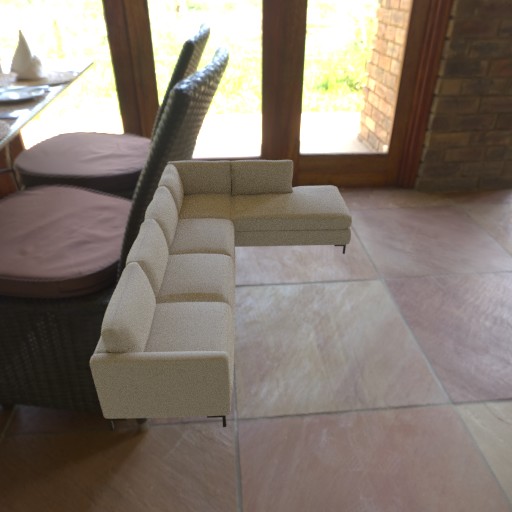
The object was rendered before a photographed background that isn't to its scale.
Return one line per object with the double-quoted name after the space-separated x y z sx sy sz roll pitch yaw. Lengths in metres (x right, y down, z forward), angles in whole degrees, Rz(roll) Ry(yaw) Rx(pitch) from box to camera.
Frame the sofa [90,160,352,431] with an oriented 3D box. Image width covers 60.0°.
0.000 0.000 3.876 2.007 0.815 2.949 -1 32 -1 "sofa"
